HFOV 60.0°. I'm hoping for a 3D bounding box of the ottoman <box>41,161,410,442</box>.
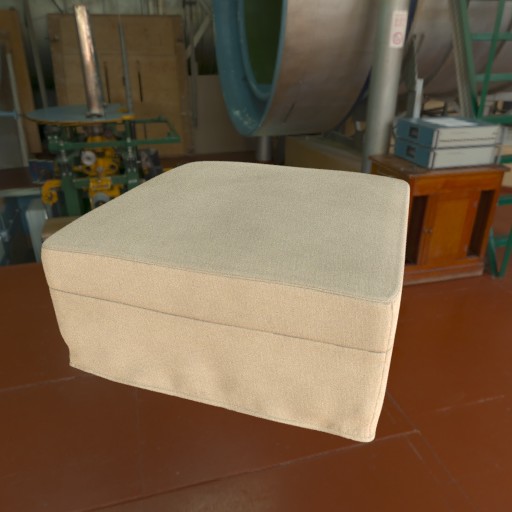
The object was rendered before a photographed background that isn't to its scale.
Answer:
[{"bbox_3d":[0.000,0.000,1.342,0.842,0.441,0.843,8,27,17],"label":"ottoman"}]
